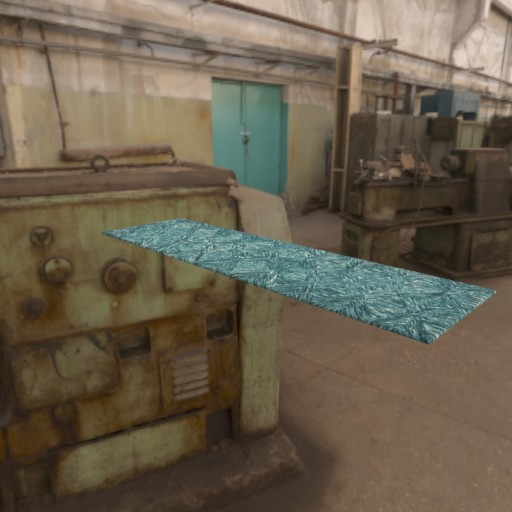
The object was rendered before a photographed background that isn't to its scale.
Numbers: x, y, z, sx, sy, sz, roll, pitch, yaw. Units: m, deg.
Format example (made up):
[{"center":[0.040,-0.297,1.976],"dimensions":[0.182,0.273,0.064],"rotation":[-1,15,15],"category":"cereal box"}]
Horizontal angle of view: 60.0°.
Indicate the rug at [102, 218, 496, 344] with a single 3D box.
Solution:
[{"center":[0.000,0.000,2.479],"dimensions":[2.286,0.016,0.676],"rotation":[15,22,42],"category":"rug"}]
